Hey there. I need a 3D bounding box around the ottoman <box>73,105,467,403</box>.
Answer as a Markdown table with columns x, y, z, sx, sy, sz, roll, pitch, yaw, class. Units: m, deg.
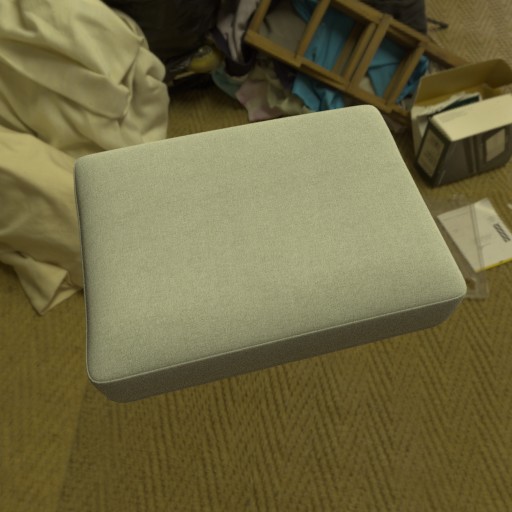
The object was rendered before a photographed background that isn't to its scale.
| x | y | z | sx | sy | sz | roll | pitch | yaw | class |
| --- | --- | --- | --- | --- | --- | --- | --- | --- | --- |
| 0.000 | 0.000 | 1.066 | 0.749 | 0.428 | 0.549 | -12 | 62 | -7 | ottoman |
